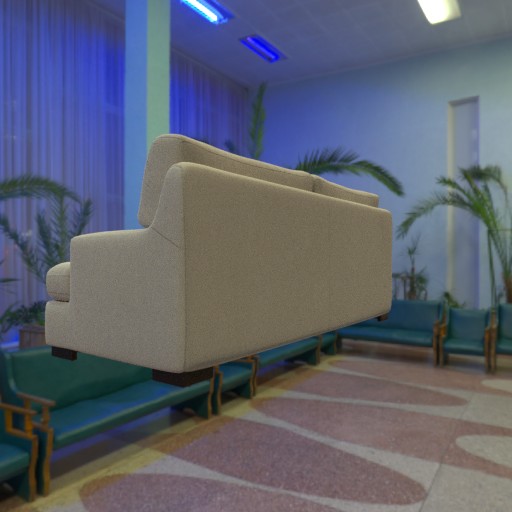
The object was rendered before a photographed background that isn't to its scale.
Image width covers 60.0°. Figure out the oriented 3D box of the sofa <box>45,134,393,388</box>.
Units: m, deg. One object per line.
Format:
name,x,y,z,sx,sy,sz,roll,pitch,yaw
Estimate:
sofa,0.000,0.000,2.632,0.929,0.925,2.147,0,0,36
